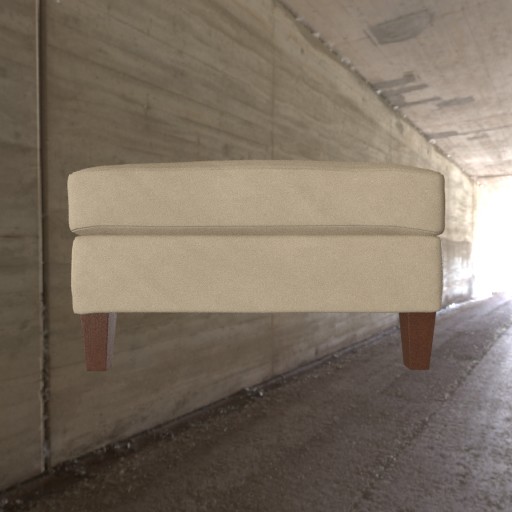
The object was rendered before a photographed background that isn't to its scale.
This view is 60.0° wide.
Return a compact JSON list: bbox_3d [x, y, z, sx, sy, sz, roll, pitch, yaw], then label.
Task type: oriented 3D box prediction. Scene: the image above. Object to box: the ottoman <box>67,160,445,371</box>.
[{"bbox_3d":[0.000,0.000,1.433,0.836,0.492,1.002,0,1,-1],"label":"ottoman"}]
